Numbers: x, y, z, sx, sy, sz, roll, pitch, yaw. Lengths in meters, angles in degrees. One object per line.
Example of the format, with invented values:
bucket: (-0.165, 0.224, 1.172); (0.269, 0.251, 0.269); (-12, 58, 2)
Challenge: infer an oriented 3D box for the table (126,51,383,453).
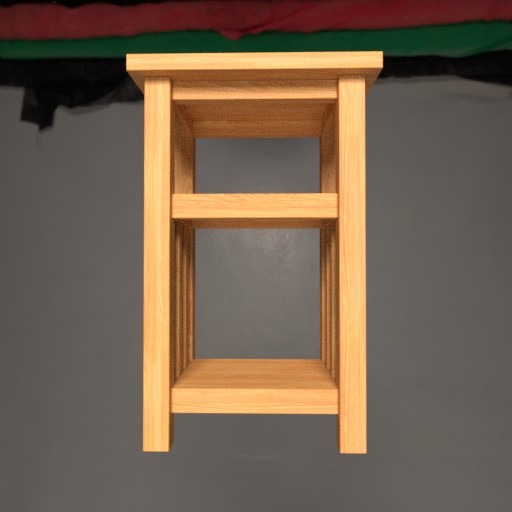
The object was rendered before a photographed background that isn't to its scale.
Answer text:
table: (0.000, 0.000, 0.734); (0.350, 0.550, 0.270); (0, -1, 1)
